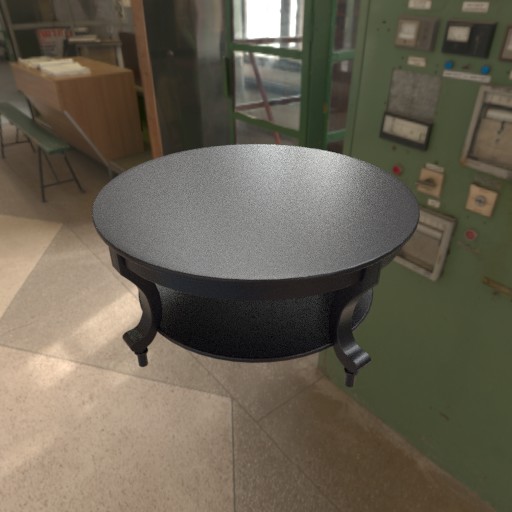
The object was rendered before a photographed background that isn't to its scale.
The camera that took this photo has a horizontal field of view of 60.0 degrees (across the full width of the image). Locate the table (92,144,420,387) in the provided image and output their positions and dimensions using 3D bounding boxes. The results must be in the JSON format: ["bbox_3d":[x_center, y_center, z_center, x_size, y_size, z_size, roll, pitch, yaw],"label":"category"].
[{"bbox_3d":[0.000,0.000,1.575,1.029,0.491,1.029,0,31,0],"label":"table"}]
